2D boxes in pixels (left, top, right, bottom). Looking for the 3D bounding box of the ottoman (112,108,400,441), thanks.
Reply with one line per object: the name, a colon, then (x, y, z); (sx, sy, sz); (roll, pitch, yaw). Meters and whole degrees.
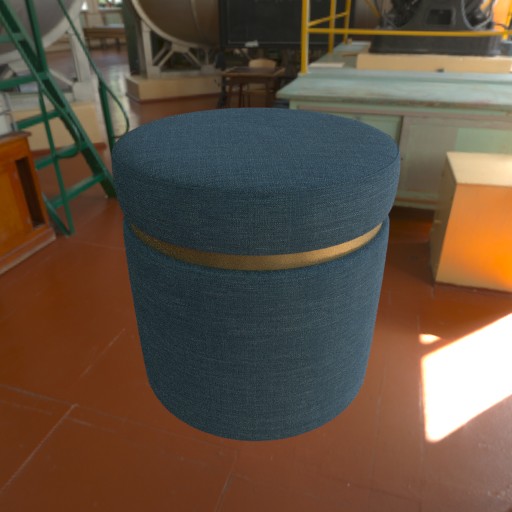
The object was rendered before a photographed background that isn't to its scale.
ottoman: (0.000, 0.000, 0.714); (0.398, 0.406, 0.398); (0, 30, 0)
